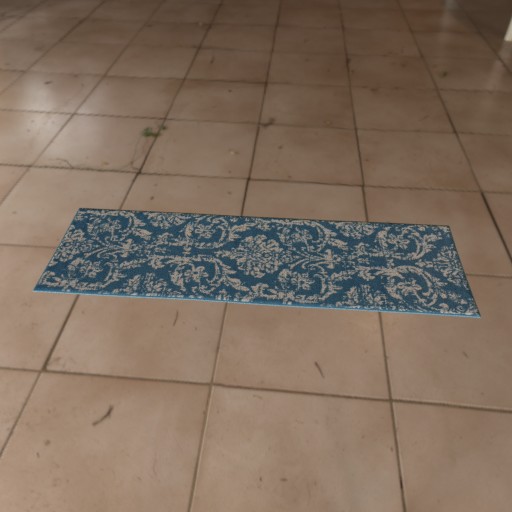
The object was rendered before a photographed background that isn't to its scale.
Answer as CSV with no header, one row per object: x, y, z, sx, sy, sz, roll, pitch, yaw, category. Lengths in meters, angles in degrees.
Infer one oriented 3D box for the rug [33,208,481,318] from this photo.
0.000,0.000,2.394,2.196,0.011,0.662,3,45,3,rug
